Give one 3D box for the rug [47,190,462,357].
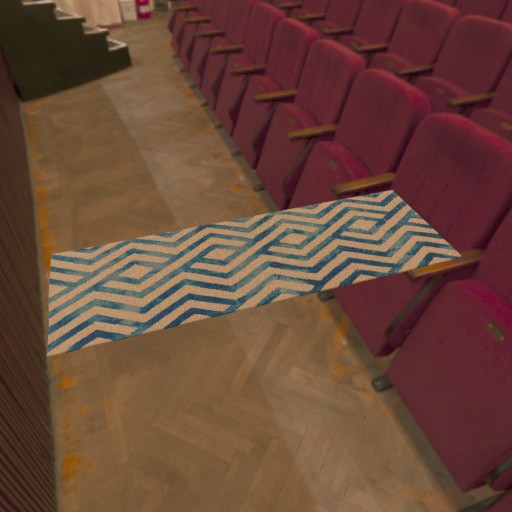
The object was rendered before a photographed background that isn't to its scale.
[{"bbox_3d":[0.000,0.000,1.693,1.492,0.007,0.503,-12,42,-14],"label":"rug"}]
